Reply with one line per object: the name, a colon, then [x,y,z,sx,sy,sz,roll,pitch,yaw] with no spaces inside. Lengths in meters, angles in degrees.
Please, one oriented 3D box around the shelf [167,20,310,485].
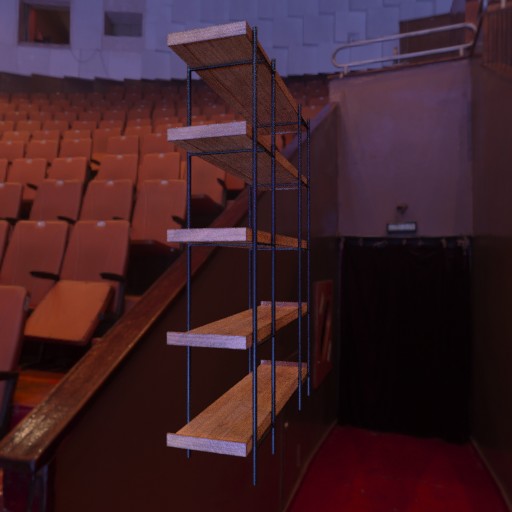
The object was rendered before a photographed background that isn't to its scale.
shelf: [0.000,0.000,2.404,0.379,1.826,1.371,0,0,17]
